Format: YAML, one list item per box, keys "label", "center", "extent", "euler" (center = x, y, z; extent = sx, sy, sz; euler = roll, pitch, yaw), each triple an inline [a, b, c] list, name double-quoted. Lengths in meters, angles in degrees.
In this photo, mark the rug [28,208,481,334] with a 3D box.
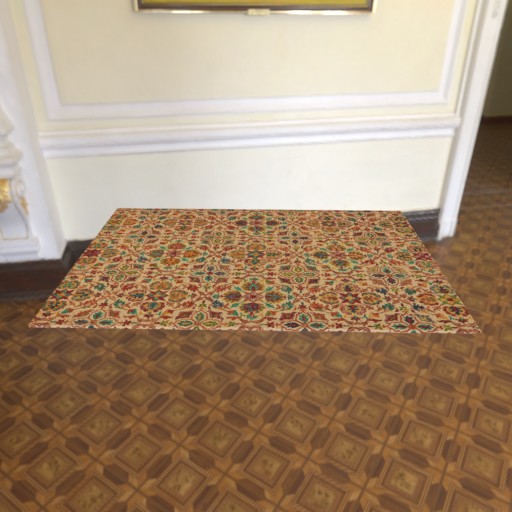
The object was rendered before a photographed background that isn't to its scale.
- label: "rug"
  center: [0.000, 0.000, 2.913]
  extent: [2.297, 0.018, 1.541]
  euler: [1, 29, 1]
